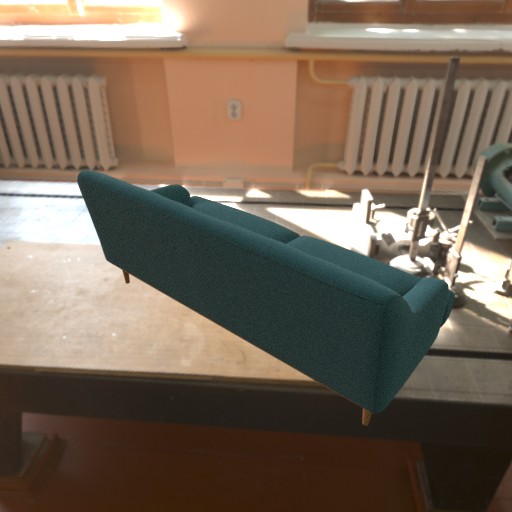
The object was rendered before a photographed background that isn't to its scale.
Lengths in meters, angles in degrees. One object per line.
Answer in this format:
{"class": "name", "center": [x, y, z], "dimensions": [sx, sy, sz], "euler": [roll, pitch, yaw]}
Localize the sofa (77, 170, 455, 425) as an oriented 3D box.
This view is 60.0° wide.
{"class": "sofa", "center": [0.000, 0.000, 2.606], "dimensions": [2.057, 0.871, 0.978], "euler": [23, 38, 33]}
